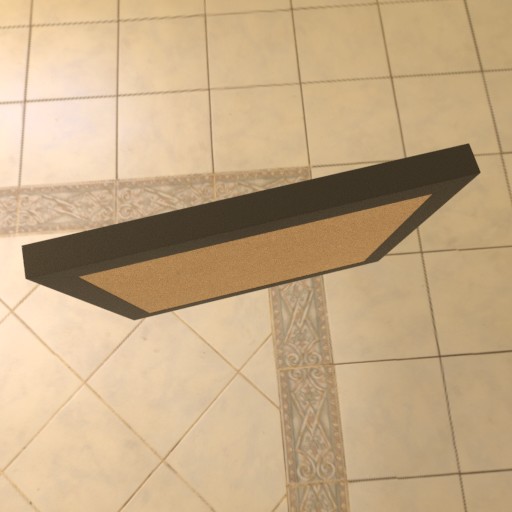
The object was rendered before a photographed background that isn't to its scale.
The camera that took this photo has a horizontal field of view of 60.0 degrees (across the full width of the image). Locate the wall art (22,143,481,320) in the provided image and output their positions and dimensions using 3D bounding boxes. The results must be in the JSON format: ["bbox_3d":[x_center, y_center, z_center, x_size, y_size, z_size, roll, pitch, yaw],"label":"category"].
[{"bbox_3d":[0.000,0.000,0.519,0.381,0.321,0.028,-13,76,-3],"label":"wall art"}]
